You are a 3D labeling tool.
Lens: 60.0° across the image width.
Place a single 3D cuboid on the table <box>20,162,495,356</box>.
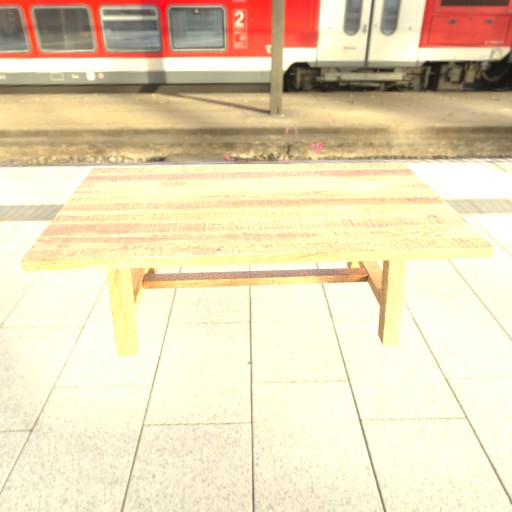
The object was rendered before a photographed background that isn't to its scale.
[{"bbox_3d":[0.000,0.000,1.671,1.320,0.455,0.760,-2,30,-3],"label":"table"}]
